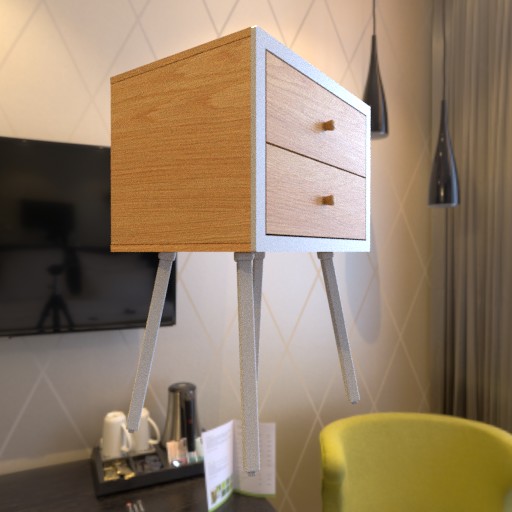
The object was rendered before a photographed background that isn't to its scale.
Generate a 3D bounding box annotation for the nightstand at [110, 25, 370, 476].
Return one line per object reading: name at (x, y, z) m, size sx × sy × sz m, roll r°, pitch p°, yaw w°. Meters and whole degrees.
nightstand at (0.000, 0.000, 0.819) m, size 0.316 × 0.601 × 0.400 m, roll 0°, pitch 1°, yaw 35°
